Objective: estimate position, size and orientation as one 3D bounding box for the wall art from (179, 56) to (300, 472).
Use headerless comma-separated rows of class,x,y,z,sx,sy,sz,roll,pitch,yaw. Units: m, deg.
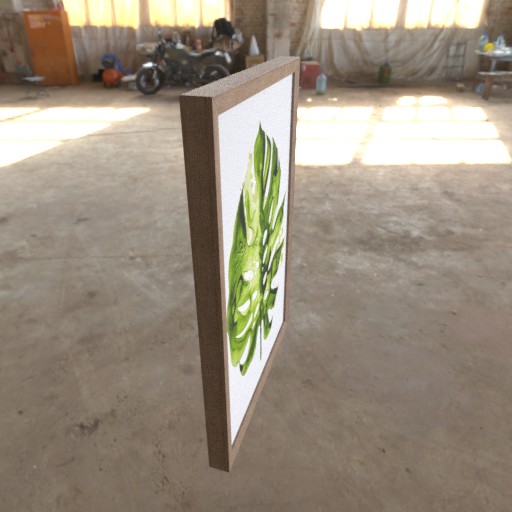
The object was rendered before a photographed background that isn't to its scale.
wall art,0.000,0.000,0.654,0.031,0.509,0.356,9,31,15
